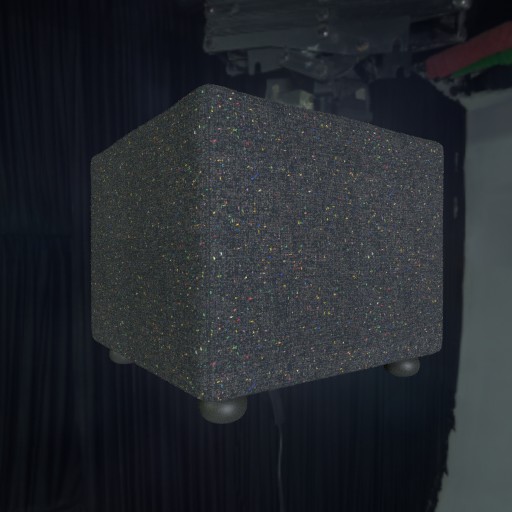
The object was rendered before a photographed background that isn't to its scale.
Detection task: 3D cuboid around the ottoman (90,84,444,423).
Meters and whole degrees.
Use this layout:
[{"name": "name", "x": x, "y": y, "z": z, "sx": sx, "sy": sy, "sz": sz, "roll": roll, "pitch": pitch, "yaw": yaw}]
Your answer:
[{"name": "ottoman", "x": 0.000, "y": 0.000, "z": 0.856, "sx": 0.508, "sy": 0.432, "sz": 0.508, "roll": 0, "pitch": 0, "yaw": -35}]
